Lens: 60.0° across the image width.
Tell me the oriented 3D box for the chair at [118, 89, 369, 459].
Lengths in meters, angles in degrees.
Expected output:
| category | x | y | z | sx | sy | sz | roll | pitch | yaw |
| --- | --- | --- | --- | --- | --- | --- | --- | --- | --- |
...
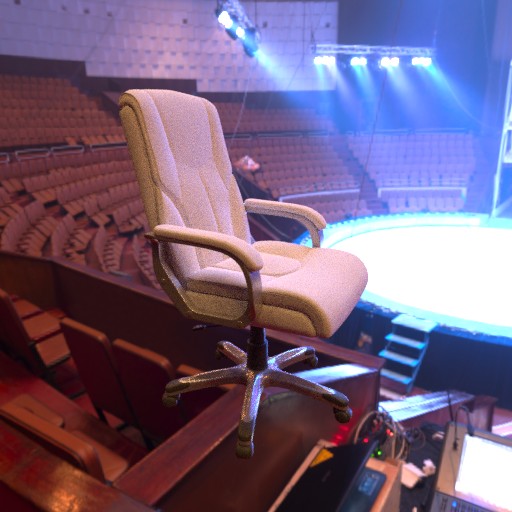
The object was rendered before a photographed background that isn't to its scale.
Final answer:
| category | x | y | z | sx | sy | sz | roll | pitch | yaw |
| --- | --- | --- | --- | --- | --- | --- | --- | --- | --- |
| chair | 0.000 | 0.000 | 1.557 | 0.738 | 1.120 | 0.687 | 7 | 17 | 25 |
